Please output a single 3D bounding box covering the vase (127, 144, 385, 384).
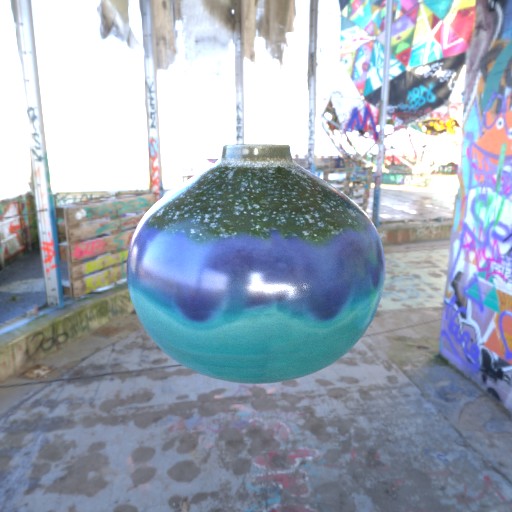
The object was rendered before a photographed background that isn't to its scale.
[{"bbox_3d":[0.000,0.000,0.272,0.154,0.133,0.154,0,14,0],"label":"vase"}]
